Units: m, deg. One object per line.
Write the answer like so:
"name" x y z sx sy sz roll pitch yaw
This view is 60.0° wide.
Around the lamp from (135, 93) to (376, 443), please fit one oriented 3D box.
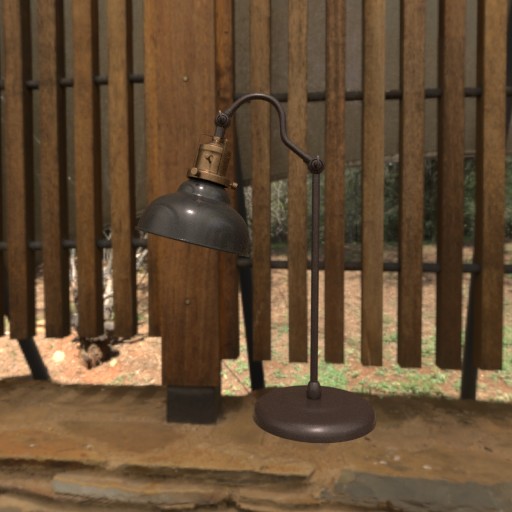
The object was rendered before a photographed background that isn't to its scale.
"lamp" 0.000 0.000 0.697 0.374 0.508 0.192 0 1 1
